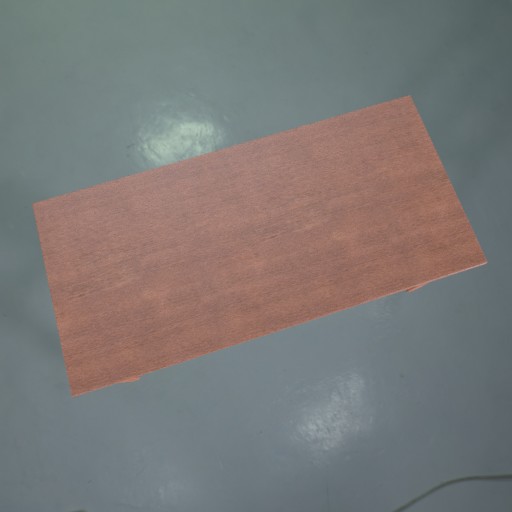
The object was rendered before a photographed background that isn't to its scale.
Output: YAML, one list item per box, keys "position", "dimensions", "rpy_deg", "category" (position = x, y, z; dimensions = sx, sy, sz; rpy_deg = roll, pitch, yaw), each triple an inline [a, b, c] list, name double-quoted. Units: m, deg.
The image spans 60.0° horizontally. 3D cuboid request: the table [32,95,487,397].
- position: [0.000, 0.000, 1.304]
  dimensions: [1.016, 0.457, 0.483]
  rpy_deg: [-17, 76, -4]
  category: "table"
